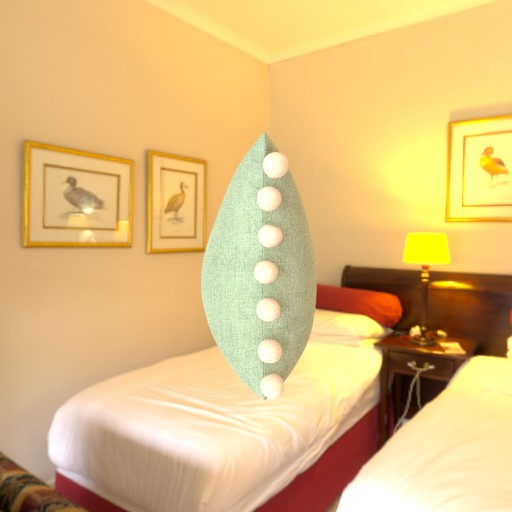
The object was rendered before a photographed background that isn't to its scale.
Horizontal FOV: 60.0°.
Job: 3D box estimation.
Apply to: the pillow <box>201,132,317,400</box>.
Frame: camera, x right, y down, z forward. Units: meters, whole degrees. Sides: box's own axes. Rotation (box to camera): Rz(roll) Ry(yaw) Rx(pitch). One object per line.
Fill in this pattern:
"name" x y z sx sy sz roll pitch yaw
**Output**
"pillow" 0.000 0.000 0.848 0.201 0.322 0.709 0 3 -1
